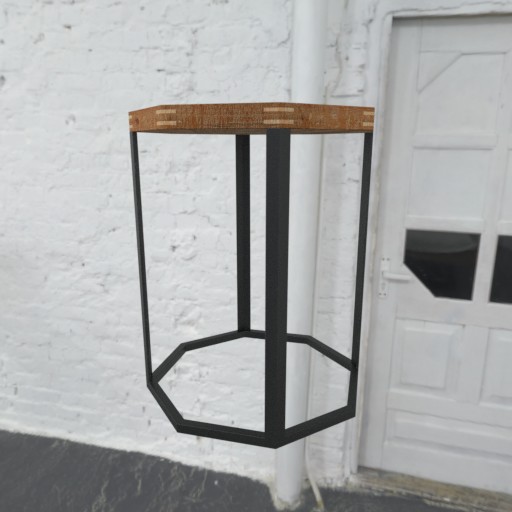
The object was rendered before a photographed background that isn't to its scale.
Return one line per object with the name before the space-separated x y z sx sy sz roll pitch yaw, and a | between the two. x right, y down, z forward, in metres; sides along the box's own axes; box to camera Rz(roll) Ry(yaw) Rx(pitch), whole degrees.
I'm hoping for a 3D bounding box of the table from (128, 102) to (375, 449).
table | 0.000 0.000 0.884 0.458 0.543 0.458 -2 14 -8
